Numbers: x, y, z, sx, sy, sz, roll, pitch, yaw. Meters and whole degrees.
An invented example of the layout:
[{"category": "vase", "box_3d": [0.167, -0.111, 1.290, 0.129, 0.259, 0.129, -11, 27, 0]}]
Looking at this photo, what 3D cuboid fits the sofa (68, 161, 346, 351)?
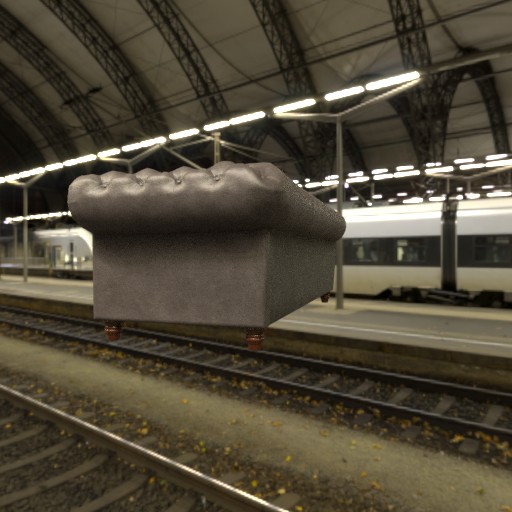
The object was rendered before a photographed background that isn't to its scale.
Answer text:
[{"category": "sofa", "box_3d": [0.000, 0.000, 2.854, 0.944, 0.783, 2.385, 0, 0, 18]}]
